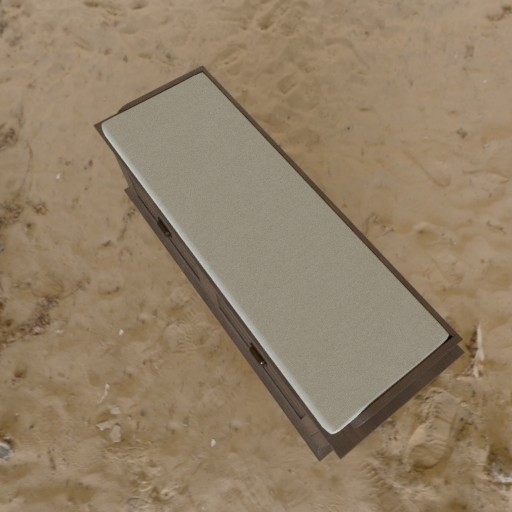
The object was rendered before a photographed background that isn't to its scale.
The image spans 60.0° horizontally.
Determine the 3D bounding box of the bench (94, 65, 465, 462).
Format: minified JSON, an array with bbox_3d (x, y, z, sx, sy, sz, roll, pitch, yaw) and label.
[{"bbox_3d":[0.000,0.000,1.421,0.402,0.501,1.185,-33,69,-15],"label":"bench"}]
